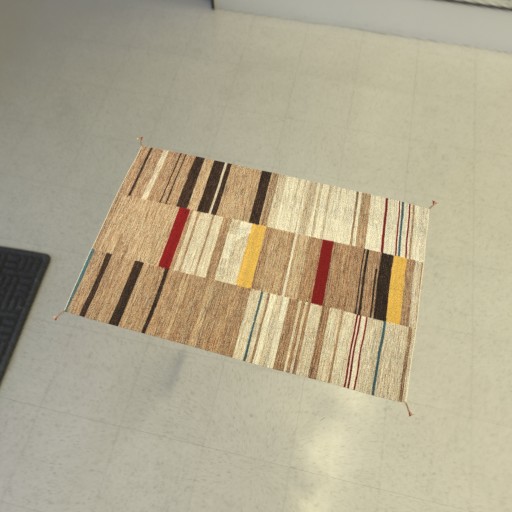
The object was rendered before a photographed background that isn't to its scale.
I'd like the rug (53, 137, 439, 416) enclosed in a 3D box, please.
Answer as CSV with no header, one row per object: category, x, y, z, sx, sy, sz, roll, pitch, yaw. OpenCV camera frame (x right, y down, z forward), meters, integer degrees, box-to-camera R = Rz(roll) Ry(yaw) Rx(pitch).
rug,0.000,0.000,2.478,1.918,0.007,1.268,14,65,6
